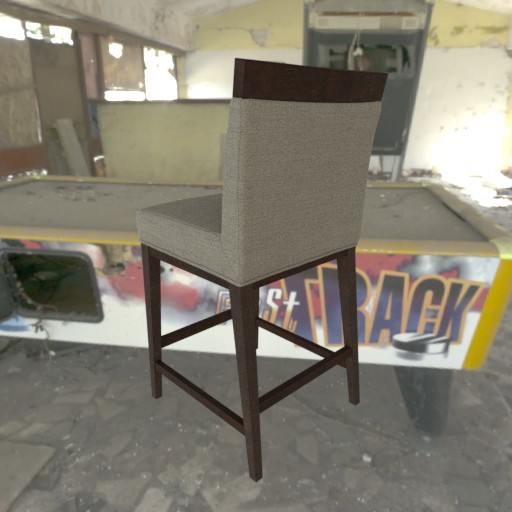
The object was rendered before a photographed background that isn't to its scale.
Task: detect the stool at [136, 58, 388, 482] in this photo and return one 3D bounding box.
[{"bbox_3d":[0.000,0.000,1.307,0.512,1.009,0.531,-17,25,-41],"label":"stool"}]
